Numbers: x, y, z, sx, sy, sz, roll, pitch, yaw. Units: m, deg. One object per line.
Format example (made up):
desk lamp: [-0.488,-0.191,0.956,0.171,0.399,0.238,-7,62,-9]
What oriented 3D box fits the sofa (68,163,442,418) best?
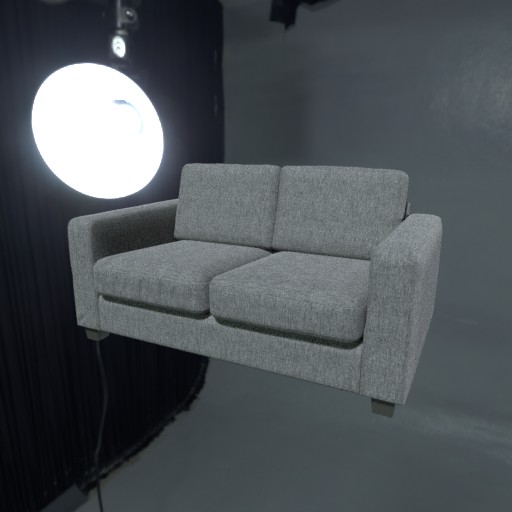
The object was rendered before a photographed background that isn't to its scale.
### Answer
sofa: [0.000,0.000,2.045,1.520,0.800,0.900,7,16,26]
